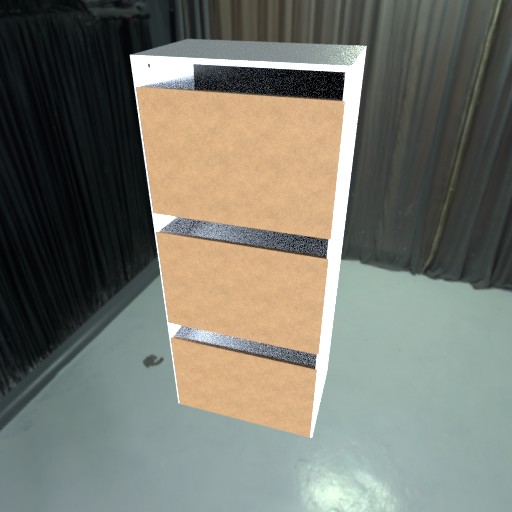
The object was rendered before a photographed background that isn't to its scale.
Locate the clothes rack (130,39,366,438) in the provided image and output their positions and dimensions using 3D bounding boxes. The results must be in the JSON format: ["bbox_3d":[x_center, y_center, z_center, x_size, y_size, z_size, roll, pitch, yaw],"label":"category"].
[{"bbox_3d":[0.000,0.000,1.396,0.500,1.187,0.330,9,34,14],"label":"clothes rack"}]
